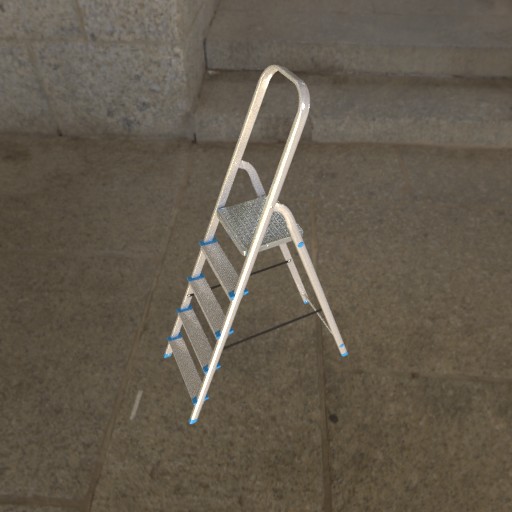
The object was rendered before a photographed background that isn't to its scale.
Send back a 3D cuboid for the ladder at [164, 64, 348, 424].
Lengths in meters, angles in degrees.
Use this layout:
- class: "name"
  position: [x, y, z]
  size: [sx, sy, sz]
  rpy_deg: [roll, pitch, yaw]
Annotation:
- class: "ladder"
  position: [0.000, 0.000, 2.042]
  size: [0.990, 1.648, 0.468]
  rpy_deg: [-19, 48, -18]
